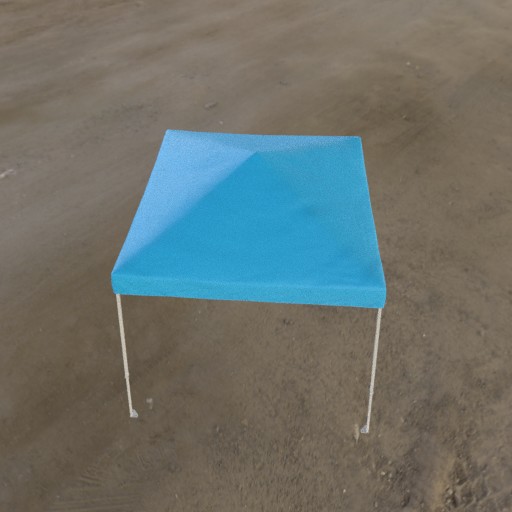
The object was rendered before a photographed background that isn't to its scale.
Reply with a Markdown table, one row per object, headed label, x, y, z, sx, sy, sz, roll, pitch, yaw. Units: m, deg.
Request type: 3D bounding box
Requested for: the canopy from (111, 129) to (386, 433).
| label | x | y | z | sx | sy | sz | roll | pitch | yaw |
| --- | --- | --- | --- | --- | --- | --- | --- | --- | --- |
| canopy | 0.000 | 0.000 | 6.585 | 3.600 | 3.600 | 3.599 | 3 | 47 | 3 |
